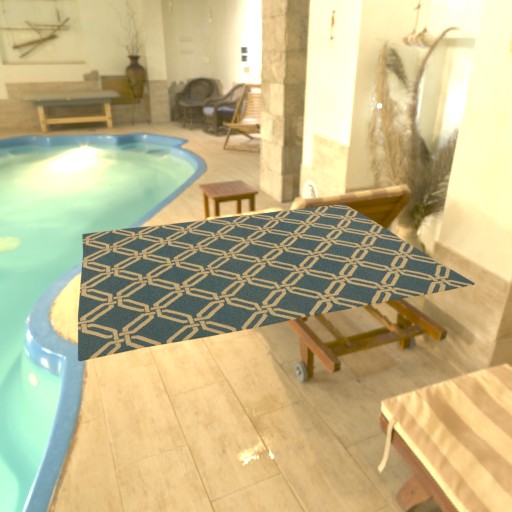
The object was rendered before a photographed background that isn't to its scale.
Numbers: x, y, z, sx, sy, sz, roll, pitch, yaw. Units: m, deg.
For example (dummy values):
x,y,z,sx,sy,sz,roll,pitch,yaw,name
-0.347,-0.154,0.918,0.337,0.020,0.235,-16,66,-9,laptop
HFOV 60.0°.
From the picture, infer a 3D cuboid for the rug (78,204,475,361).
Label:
x,y,z,sx,sy,sz,roll,pitch,yaw,name
0.000,0.000,2.845,2.135,0.013,1.524,-8,26,-17,rug
